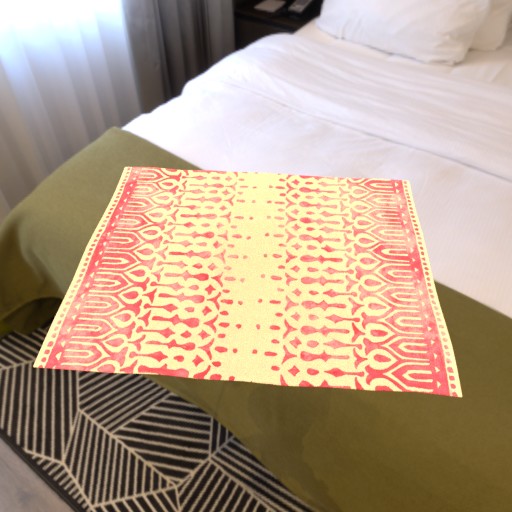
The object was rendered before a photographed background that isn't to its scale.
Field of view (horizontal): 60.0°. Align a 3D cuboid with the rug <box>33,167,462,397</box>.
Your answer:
[{"bbox_3d":[0.000,0.000,3.964,3.095,0.016,2.441,3,48,3],"label":"rug"}]
